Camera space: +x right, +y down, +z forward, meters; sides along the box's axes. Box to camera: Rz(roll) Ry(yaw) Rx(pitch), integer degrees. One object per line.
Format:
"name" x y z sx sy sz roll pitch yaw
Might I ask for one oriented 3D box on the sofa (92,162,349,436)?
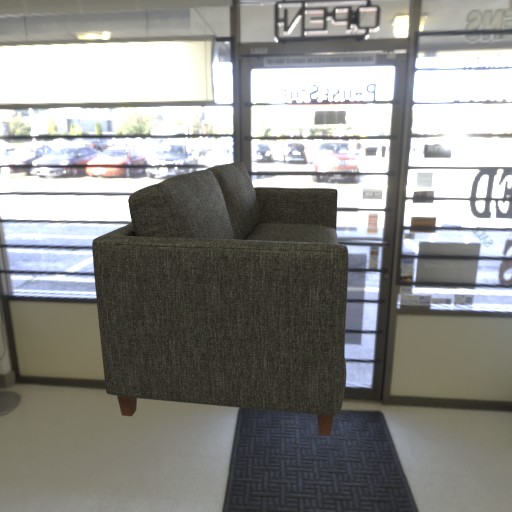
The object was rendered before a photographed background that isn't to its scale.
"sofa" 0.000 0.000 2.474 0.950 0.963 1.884 2 15 9
